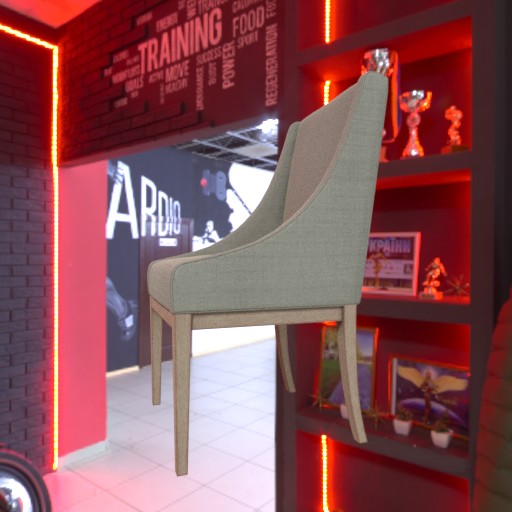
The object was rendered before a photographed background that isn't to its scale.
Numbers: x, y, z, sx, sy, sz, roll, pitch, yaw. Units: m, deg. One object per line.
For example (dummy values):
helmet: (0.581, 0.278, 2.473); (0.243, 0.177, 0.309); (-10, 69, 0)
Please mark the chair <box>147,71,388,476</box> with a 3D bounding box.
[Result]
chair: (0.000, 0.000, 1.377); (0.611, 1.021, 0.575); (0, 0, -19)
